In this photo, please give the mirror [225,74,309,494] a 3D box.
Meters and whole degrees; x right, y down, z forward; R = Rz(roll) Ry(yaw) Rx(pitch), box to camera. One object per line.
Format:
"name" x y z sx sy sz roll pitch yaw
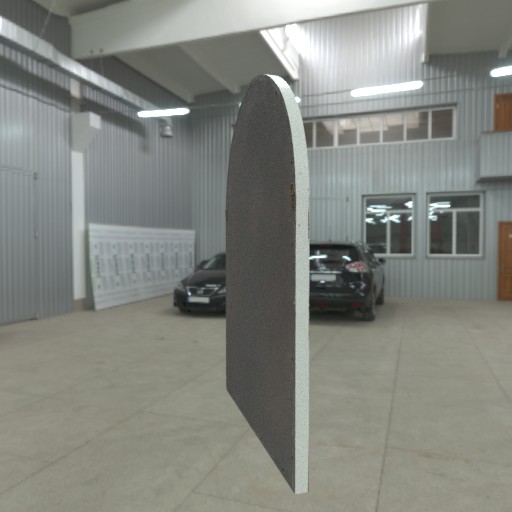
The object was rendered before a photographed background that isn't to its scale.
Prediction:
"mirror" 0.000 0.000 1.180 0.032 0.920 0.660 0 1 -16
